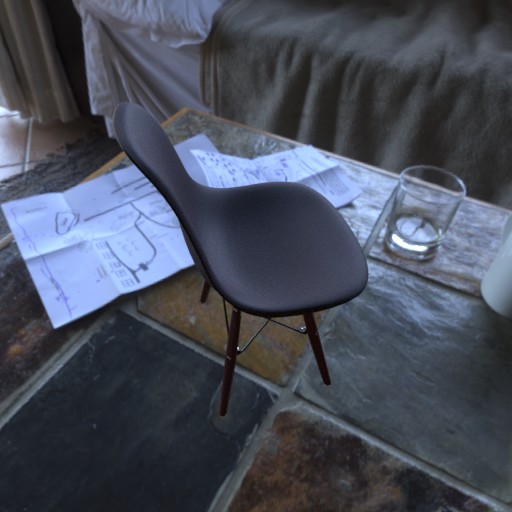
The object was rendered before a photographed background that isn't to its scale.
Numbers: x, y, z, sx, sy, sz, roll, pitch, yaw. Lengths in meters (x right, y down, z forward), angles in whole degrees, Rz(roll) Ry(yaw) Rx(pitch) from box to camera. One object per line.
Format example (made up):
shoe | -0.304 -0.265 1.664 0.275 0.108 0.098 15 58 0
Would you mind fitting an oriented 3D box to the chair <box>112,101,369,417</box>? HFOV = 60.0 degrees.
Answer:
chair | 0.000 0.000 1.141 0.533 0.826 0.470 -11 47 -10
